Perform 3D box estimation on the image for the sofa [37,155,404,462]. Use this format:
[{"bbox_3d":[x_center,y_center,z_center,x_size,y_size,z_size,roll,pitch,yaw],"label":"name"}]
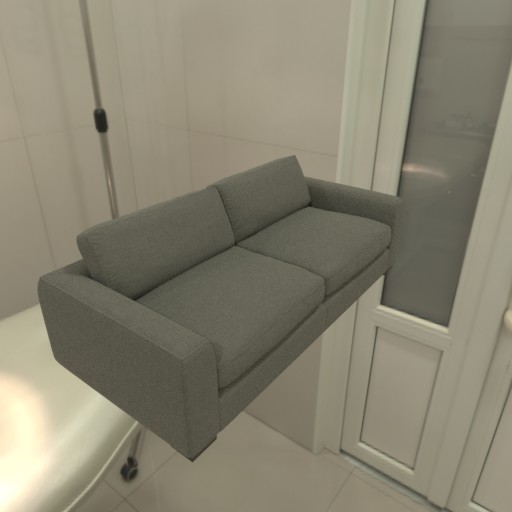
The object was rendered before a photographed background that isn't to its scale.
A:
[{"bbox_3d":[0.000,0.000,2.764,1.070,0.801,2.262,19,33,33],"label":"sofa"}]
